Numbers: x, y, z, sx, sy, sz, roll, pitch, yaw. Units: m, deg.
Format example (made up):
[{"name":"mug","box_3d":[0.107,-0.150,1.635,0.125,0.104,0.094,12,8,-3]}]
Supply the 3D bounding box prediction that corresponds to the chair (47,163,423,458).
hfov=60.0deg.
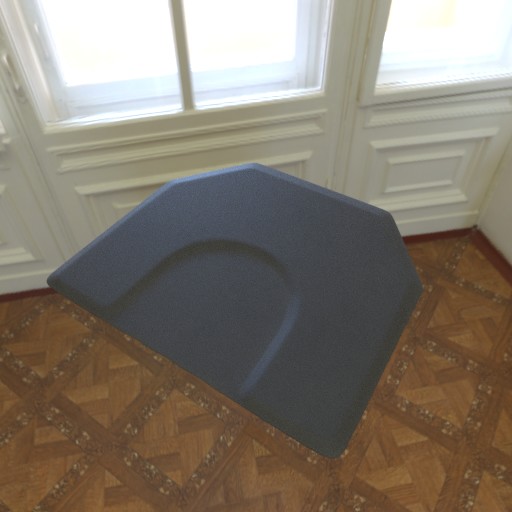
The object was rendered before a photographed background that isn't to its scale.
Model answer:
[{"name":"chair","box_3d":[0.000,0.000,1.961,1.372,0.024,1.219,25,51,22]}]
